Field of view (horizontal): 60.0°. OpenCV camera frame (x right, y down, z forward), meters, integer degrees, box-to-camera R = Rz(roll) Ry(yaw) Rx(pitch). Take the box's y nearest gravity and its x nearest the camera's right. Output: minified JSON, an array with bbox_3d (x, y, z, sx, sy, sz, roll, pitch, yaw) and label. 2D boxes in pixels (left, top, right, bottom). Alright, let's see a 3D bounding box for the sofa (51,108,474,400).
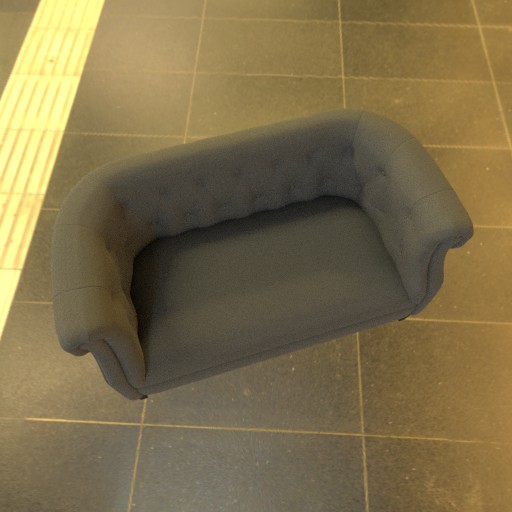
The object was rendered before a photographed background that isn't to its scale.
[{"bbox_3d":[0.000,0.000,1.993,1.558,0.827,0.835,-15,65,-7],"label":"sofa"}]
